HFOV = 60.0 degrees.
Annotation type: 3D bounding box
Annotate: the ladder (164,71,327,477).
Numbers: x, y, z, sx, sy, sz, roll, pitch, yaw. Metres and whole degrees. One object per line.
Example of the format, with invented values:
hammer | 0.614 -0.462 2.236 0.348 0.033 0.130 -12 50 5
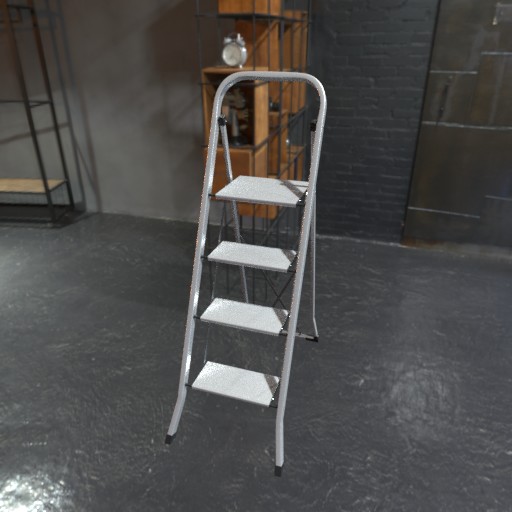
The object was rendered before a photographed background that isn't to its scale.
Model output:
ladder | 0.000 0.000 1.703 0.465 1.290 0.830 8 27 17
